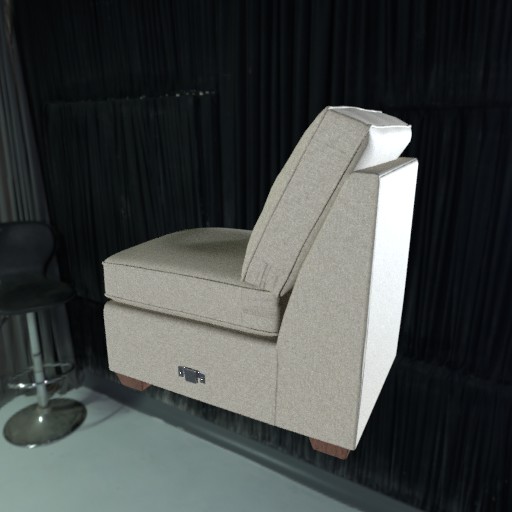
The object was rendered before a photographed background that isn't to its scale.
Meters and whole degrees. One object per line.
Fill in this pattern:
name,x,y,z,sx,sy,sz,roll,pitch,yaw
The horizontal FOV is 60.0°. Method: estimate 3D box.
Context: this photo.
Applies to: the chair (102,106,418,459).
chair,0.000,0.000,1.687,1.020,1.058,0.674,8,18,26
